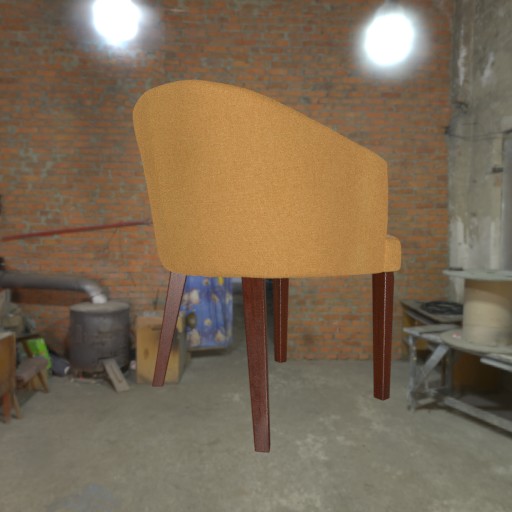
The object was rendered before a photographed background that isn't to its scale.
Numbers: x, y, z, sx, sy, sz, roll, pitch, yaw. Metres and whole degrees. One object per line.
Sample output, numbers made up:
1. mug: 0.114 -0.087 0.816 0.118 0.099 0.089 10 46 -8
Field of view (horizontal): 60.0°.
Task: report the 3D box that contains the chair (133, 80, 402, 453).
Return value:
1. chair: 0.000 0.000 1.256 0.655 0.811 0.583 -2 4 -37
